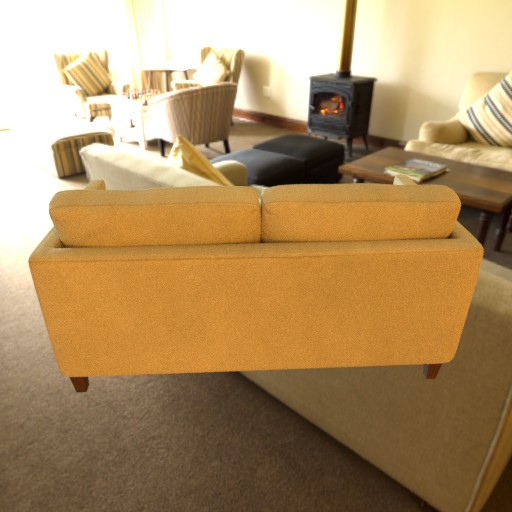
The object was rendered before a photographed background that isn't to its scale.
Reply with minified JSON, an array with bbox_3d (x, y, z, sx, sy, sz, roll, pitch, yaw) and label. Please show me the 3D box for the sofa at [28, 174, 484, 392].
[{"bbox_3d":[0.000,0.000,2.275,1.846,0.940,0.950,-1,29,-3],"label":"sofa"}]
